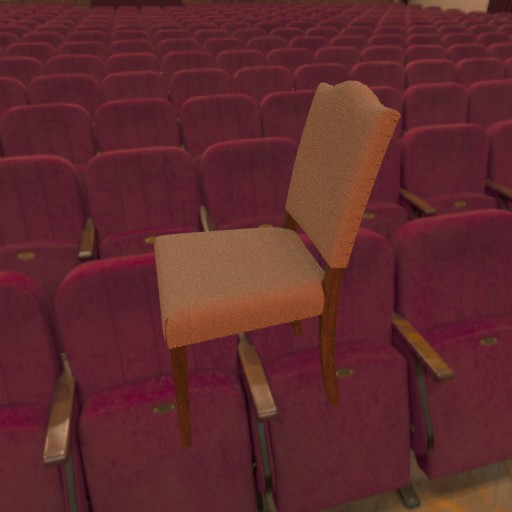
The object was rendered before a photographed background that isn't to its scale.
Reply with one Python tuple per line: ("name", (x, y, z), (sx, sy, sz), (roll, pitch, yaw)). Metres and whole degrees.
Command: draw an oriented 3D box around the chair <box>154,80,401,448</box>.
("chair", (0.000, 0.000, 1.398), (0.620, 1.020, 0.508), (-7, 30, -12))
